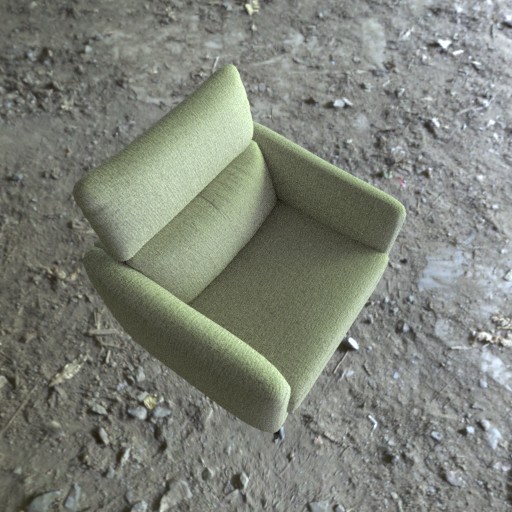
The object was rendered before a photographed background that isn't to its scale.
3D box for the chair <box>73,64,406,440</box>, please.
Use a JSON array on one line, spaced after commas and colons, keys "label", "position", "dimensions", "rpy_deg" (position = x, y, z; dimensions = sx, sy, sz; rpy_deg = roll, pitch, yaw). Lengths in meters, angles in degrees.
[{"label": "chair", "position": [0.000, 0.000, 1.677], "dimensions": [0.835, 0.967, 0.972], "rpy_deg": [31, 62, 18]}]
